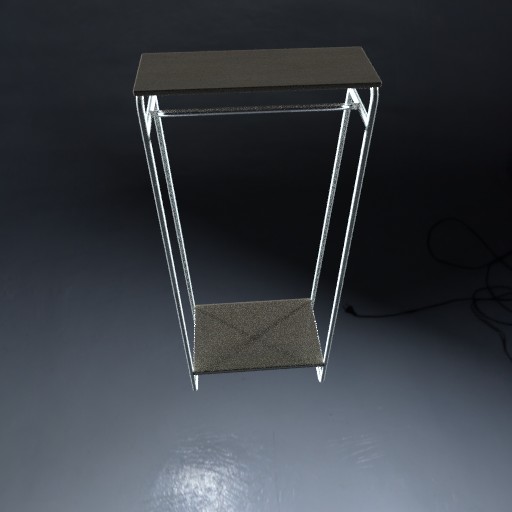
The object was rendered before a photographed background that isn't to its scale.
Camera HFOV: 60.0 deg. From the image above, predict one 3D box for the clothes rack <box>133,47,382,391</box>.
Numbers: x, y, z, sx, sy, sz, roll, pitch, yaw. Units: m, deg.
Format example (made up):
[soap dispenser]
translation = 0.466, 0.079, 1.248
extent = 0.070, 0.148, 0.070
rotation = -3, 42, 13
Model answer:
[clothes rack]
translation = 0.000, 0.000, 1.762
extent = 0.640, 1.512, 0.400
rotation = -3, 47, -3
